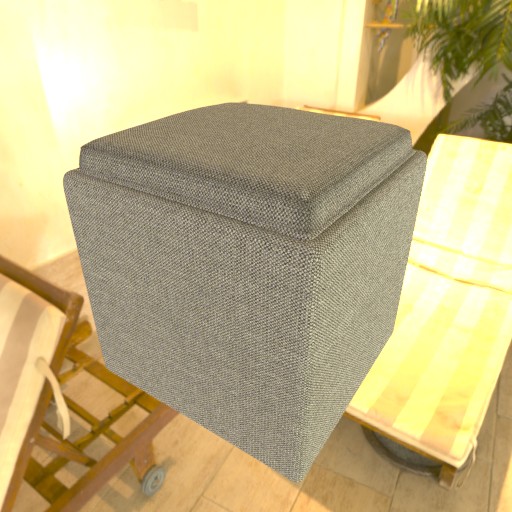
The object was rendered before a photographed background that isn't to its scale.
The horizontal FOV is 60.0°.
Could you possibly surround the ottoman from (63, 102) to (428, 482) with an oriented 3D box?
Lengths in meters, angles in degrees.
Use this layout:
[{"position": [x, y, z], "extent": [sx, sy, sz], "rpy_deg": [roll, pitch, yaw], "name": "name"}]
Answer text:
[{"position": [0.000, 0.000, 0.826], "extent": [0.454, 0.487, 0.436], "rpy_deg": [19, 35, 29], "name": "ottoman"}]
